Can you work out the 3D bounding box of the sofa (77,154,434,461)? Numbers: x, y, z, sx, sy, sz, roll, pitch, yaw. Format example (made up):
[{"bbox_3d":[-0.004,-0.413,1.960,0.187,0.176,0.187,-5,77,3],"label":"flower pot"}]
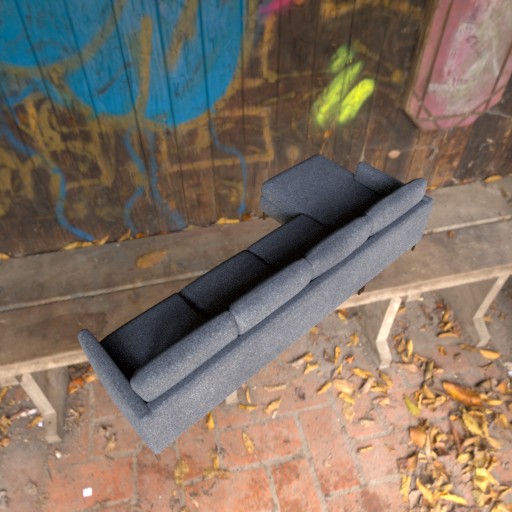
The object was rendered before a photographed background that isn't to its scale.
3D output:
[{"bbox_3d":[0.000,0.000,3.557,2.932,0.810,1.350,-33,54,-28],"label":"sofa"}]
